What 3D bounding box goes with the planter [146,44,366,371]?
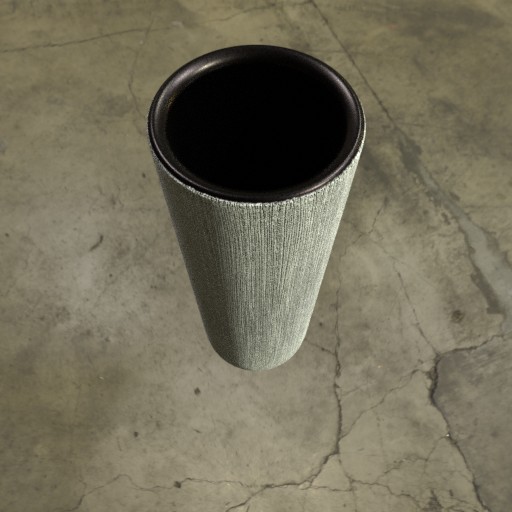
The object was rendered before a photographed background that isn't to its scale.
[{"bbox_3d":[0.000,0.000,0.319,0.100,0.270,0.100,-17,63,-9],"label":"planter"}]
